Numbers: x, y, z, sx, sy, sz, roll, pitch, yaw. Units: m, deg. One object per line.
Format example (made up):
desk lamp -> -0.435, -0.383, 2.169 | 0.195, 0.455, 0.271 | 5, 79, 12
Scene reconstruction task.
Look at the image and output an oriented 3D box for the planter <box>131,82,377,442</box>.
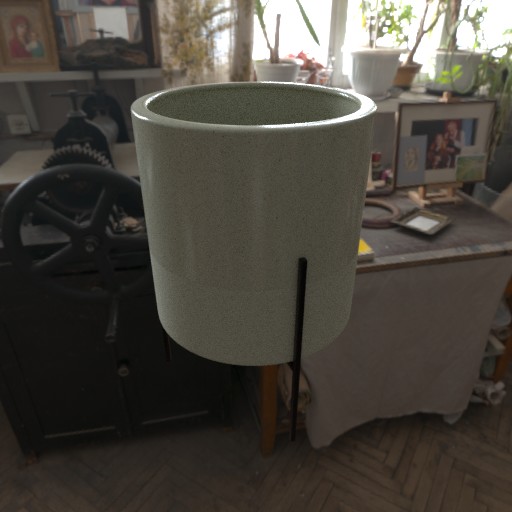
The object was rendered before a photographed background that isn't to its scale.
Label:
planter -> 0.000, 0.000, 0.700 | 0.314, 0.475, 0.323 | 22, 36, 33
